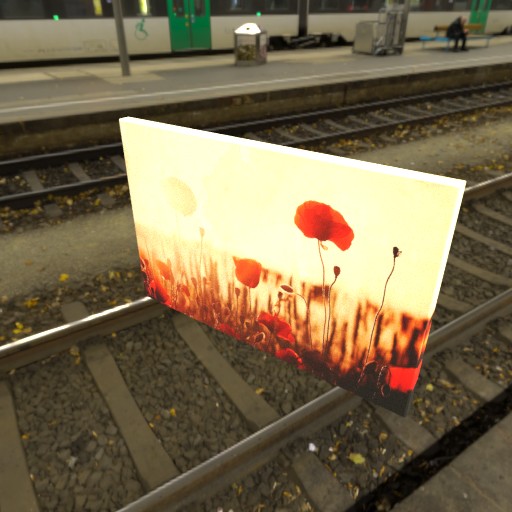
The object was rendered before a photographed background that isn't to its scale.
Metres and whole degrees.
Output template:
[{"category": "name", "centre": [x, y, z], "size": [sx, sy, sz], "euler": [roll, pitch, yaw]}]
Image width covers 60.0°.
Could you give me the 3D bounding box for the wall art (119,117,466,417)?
[{"category": "wall art", "centre": [0.000, 0.000, 1.179], "size": [0.918, 0.602, 0.038], "euler": [19, 35, 30]}]
